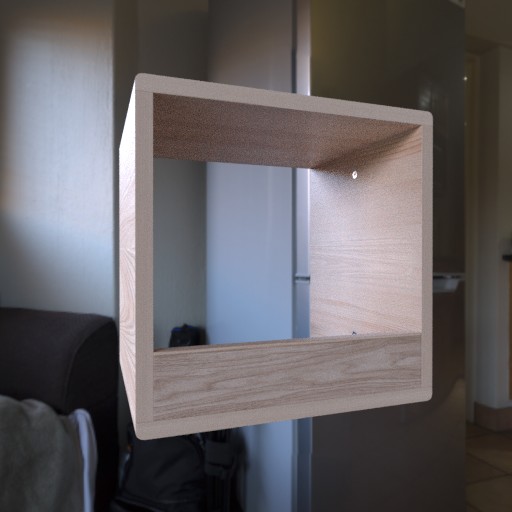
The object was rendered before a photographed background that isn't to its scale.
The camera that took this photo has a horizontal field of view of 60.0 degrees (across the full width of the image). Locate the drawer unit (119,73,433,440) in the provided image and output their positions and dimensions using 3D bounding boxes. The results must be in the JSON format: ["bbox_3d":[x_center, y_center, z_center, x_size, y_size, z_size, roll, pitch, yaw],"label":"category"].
[{"bbox_3d":[0.000,0.000,0.608,0.344,0.344,0.290,0,0,-20],"label":"drawer unit"}]
